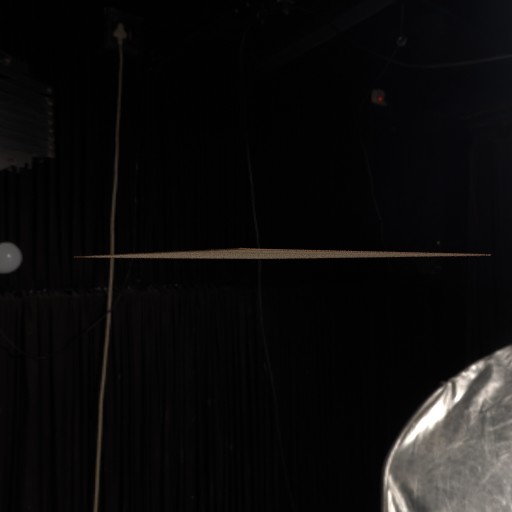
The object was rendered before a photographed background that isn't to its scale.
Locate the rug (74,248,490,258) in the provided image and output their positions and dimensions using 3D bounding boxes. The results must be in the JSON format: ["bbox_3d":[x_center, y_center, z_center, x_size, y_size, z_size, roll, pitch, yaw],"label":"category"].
[{"bbox_3d":[0.000,0.000,4.050,2.436,0.011,3.045,1,-1,-36],"label":"rug"}]
